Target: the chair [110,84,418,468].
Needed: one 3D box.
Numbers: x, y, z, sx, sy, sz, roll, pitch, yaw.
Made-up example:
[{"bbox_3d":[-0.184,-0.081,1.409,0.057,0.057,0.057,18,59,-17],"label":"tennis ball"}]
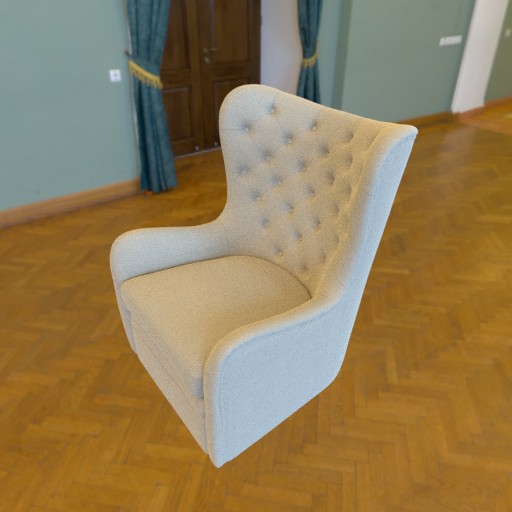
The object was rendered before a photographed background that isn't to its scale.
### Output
[{"bbox_3d":[0.000,0.000,1.712,0.929,1.079,0.831,-22,38,-30],"label":"chair"}]
